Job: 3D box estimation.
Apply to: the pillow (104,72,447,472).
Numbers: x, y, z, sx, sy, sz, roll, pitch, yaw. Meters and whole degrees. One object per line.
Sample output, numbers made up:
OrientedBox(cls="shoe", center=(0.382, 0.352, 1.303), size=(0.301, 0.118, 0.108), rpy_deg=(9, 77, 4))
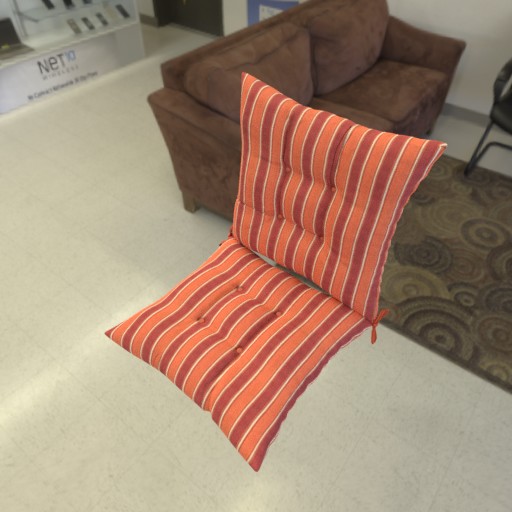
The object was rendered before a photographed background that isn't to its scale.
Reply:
OrientedBox(cls="pillow", center=(0.000, 0.000, 0.986), size=(0.541, 0.536, 0.585), rpy_deg=(31, 53, 27))
